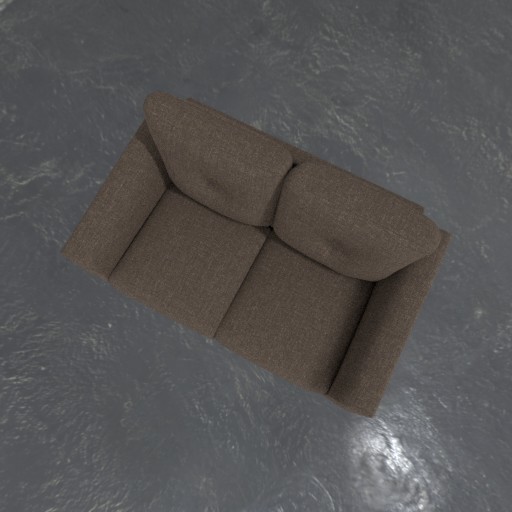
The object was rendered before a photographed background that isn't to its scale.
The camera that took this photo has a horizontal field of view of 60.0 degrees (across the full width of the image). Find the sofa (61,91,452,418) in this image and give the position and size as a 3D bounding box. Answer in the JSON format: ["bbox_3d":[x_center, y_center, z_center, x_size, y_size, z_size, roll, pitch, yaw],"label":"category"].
[{"bbox_3d":[0.000,0.000,2.015,1.423,0.885,0.851,27,78,6],"label":"sofa"}]
